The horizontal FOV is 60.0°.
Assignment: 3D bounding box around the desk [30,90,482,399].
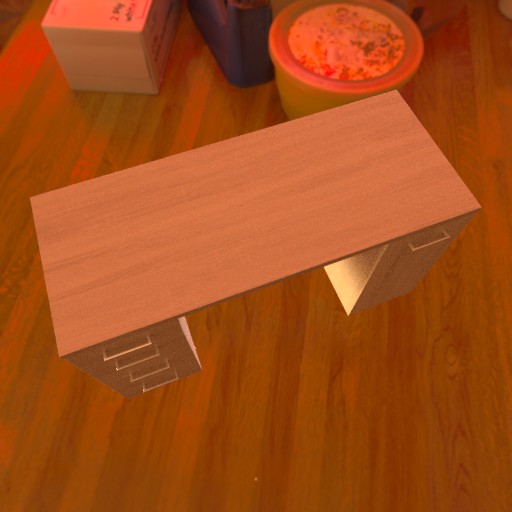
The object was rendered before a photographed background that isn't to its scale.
[{"bbox_3d":[0.000,0.000,1.794,1.390,0.740,0.600,-19,65,-9],"label":"desk"}]
